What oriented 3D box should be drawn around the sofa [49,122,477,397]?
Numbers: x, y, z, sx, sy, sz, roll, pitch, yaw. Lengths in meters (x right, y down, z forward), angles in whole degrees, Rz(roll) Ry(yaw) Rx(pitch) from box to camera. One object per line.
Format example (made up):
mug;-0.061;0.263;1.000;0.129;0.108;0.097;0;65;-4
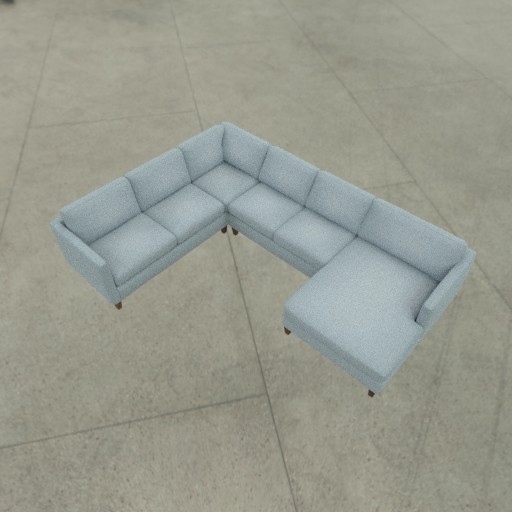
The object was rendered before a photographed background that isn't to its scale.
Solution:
sofa;0.000;0.000;4.487;3.403;0.889;2.551;34;55;27
